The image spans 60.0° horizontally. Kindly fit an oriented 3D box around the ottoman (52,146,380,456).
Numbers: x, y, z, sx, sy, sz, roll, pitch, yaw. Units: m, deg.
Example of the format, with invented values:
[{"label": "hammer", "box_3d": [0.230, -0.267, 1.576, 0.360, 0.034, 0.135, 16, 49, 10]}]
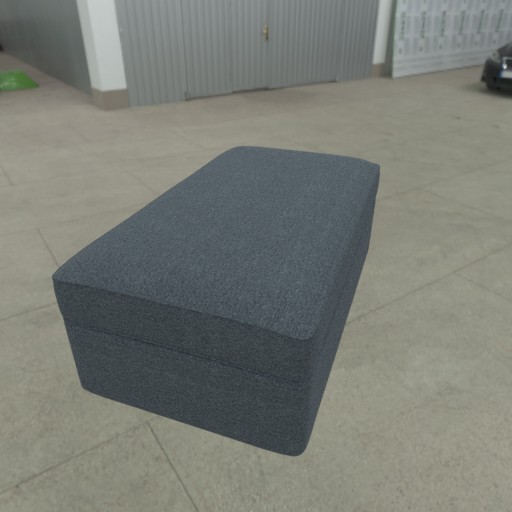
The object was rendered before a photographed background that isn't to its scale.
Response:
[{"label": "ottoman", "box_3d": [0.000, 0.000, 1.553, 0.681, 0.494, 1.173, 11, 32, 18]}]
